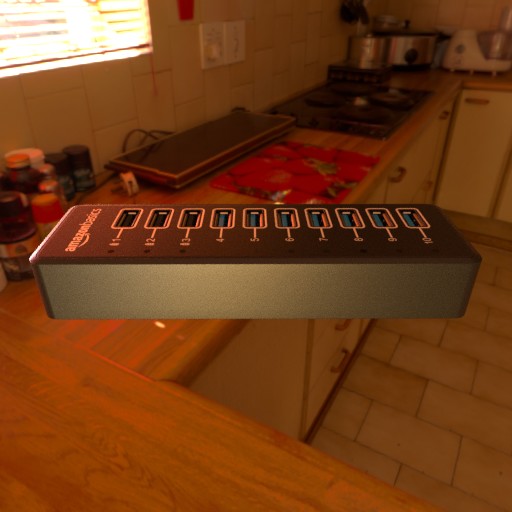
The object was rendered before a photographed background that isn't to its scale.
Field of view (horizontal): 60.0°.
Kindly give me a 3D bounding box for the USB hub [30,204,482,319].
[{"bbox_3d":[0.000,0.000,0.163,0.145,0.023,0.044,0,32,0],"label":"USB hub"}]
